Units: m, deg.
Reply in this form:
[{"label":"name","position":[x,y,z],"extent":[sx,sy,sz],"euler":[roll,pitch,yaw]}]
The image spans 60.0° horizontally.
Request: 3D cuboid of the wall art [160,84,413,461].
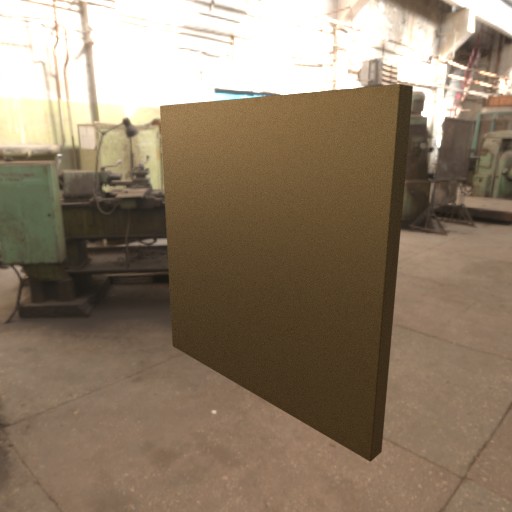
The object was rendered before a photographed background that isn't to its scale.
[{"label":"wall art","position":[0.000,0.000,0.752],"extent":[0.031,0.506,0.503],"euler":[-14,20,-42]}]
